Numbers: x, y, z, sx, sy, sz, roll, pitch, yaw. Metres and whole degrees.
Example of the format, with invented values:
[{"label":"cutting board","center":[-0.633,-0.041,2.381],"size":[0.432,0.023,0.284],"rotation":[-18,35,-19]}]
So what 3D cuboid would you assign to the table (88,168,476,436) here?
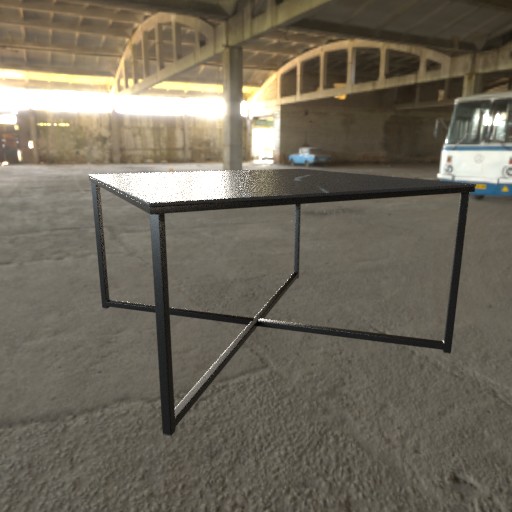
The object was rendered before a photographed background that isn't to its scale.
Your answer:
[{"label":"table","center":[0.000,0.000,1.305],"size":[0.800,0.450,0.800],"rotation":[-7,16,-26]}]
